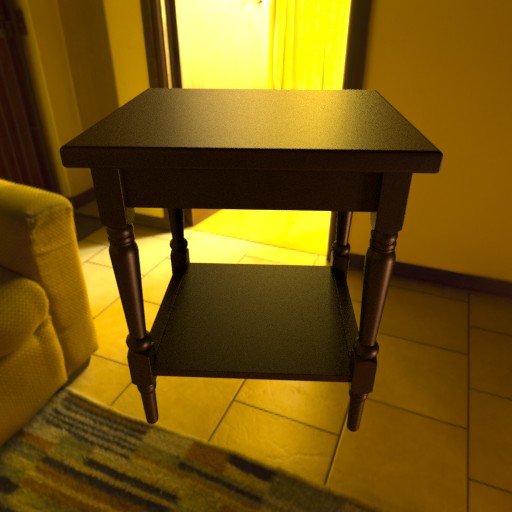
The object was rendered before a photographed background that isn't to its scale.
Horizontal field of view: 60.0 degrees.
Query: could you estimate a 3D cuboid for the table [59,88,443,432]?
[{"bbox_3d":[0.000,0.000,0.890,0.488,0.565,0.442,1,30,2],"label":"table"}]
